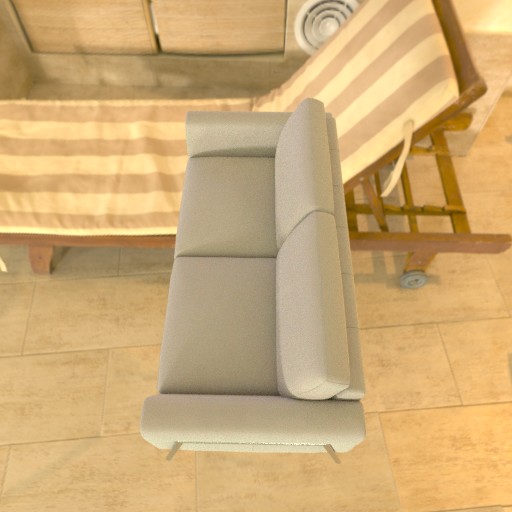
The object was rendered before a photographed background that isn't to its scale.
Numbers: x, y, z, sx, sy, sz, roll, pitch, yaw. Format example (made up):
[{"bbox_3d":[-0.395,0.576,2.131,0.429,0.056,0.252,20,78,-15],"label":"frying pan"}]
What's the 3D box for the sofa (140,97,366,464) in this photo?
[{"bbox_3d":[0.000,0.000,2.504,0.953,0.875,2.017,1,58,1],"label":"sofa"}]
